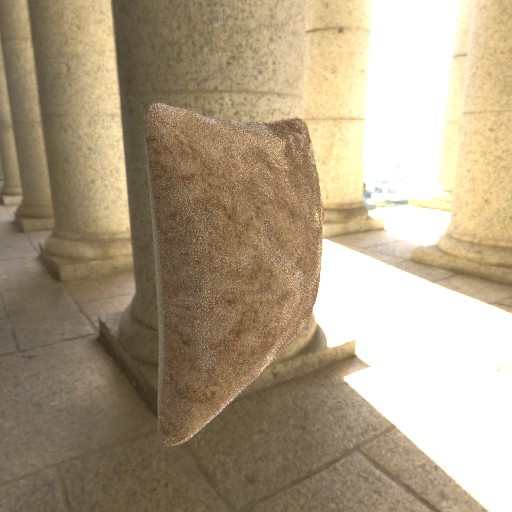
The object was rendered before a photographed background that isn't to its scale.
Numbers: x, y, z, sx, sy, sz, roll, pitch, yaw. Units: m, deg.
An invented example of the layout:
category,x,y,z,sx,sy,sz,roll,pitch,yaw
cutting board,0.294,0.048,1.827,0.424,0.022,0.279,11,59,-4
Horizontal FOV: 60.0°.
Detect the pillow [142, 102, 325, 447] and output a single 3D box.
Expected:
category,x,y,z,sx,sy,sz,roll,pitch,yaw
pillow,0.000,0.000,0.840,0.216,0.525,0.538,8,17,27
